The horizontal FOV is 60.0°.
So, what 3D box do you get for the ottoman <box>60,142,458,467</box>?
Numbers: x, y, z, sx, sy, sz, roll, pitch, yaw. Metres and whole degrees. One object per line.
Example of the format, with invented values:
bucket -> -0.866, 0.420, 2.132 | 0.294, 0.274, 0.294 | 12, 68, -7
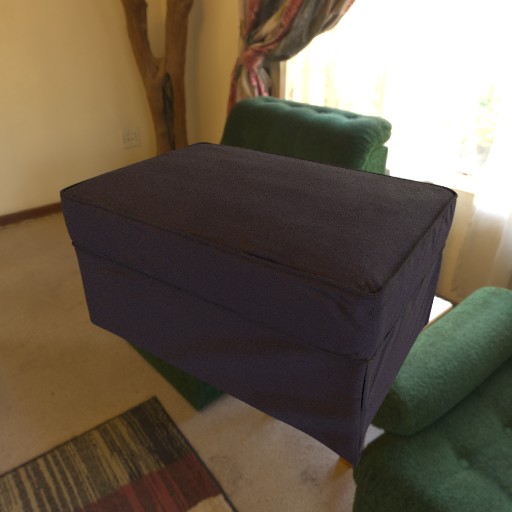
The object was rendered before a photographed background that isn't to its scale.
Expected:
ottoman -> 0.000, 0.000, 1.288 | 0.938, 0.503, 0.637 | 18, 34, 29
